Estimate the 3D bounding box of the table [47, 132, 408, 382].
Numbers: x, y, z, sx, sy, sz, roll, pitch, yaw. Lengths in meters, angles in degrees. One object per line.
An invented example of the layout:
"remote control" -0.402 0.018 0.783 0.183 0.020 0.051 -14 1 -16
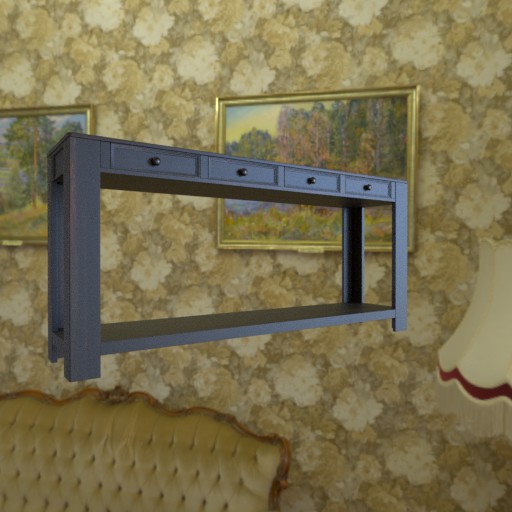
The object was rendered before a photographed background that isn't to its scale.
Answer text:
"table" 0.000 0.000 1.956 1.631 0.762 0.384 0 0 -34
